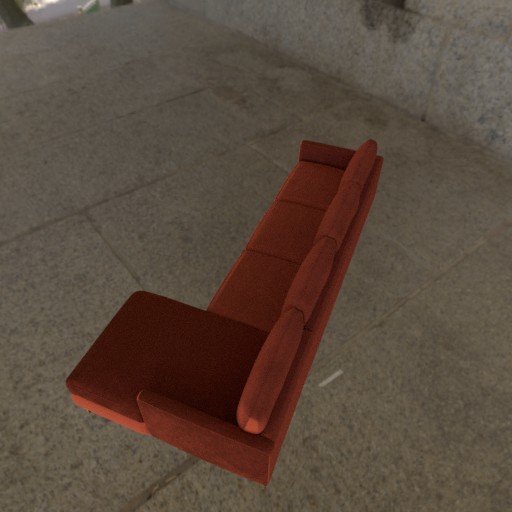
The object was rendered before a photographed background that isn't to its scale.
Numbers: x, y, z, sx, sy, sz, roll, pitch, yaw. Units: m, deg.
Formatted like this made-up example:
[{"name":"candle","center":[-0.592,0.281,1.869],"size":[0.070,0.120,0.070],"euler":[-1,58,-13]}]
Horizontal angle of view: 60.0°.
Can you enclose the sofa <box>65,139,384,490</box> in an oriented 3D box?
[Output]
[{"name":"sofa","center":[0.000,0.000,3.443],"size":[1.350,0.810,2.932],"euler":[17,48,16]}]
